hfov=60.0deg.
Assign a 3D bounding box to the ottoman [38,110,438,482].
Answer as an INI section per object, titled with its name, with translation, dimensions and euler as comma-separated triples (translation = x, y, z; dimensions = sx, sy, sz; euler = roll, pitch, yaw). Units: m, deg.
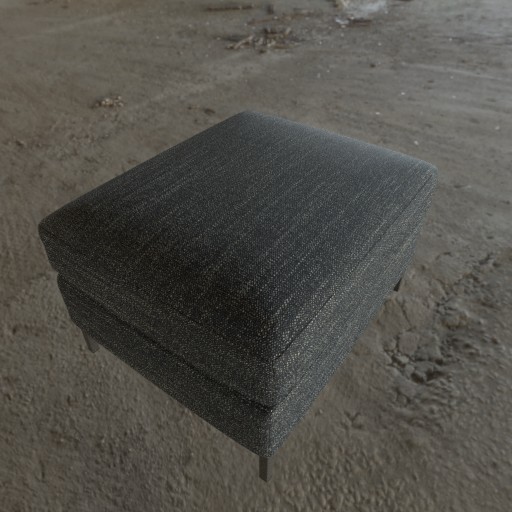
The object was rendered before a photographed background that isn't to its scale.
[ottoman]
translation = 0.000, 0.000, 1.199
dimensions = 0.667, 0.491, 0.814
euler = 25, 46, 27
